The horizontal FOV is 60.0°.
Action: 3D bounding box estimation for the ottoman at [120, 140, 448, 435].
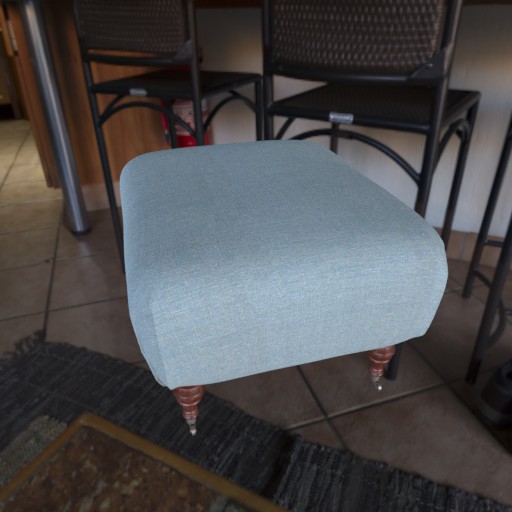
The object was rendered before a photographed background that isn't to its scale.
[{"bbox_3d":[0.000,0.000,1.129,0.622,0.450,0.747,-8,32,-14],"label":"ottoman"}]
